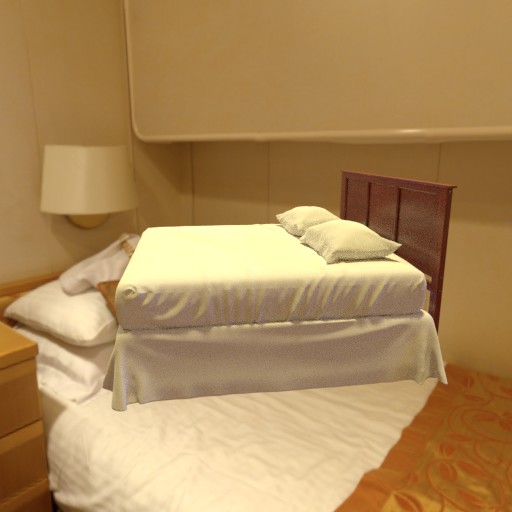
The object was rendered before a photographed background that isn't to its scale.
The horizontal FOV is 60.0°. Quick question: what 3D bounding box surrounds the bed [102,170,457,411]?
[{"bbox_3d":[0.000,0.000,3.634,2.219,1.271,2.314,-2,14,-8],"label":"bed"}]
